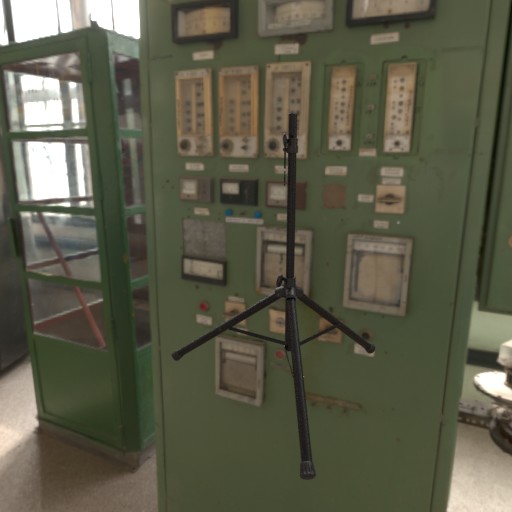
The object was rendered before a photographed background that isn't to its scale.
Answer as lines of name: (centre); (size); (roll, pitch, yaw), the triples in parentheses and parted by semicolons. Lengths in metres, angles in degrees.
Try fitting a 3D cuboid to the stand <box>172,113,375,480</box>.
stand: (0.000, 0.000, 1.868); (0.907, 1.136, 1.045); (6, 15, 26)
